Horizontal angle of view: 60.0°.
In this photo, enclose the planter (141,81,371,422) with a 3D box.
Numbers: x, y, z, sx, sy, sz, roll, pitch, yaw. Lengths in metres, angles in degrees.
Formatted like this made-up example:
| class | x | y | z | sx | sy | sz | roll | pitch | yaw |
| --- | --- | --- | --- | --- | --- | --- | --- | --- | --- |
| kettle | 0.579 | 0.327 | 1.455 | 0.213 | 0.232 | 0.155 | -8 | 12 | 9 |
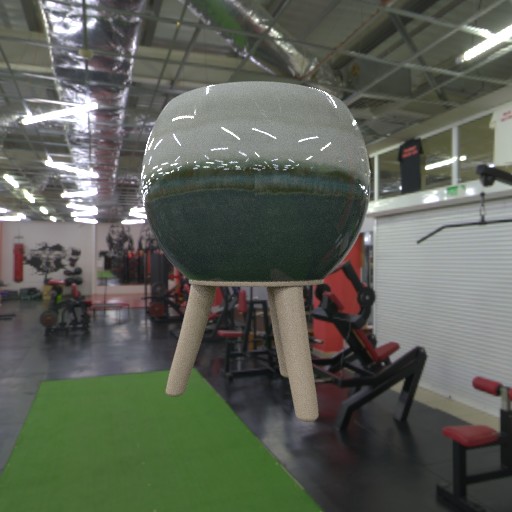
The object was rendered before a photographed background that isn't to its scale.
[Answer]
| class | x | y | z | sx | sy | sz | roll | pitch | yaw |
| --- | --- | --- | --- | --- | --- | --- | --- | --- | --- |
| planter | 0.000 | 0.000 | 0.442 | 0.222 | 0.278 | 0.222 | 0 | -1 | 0 |
